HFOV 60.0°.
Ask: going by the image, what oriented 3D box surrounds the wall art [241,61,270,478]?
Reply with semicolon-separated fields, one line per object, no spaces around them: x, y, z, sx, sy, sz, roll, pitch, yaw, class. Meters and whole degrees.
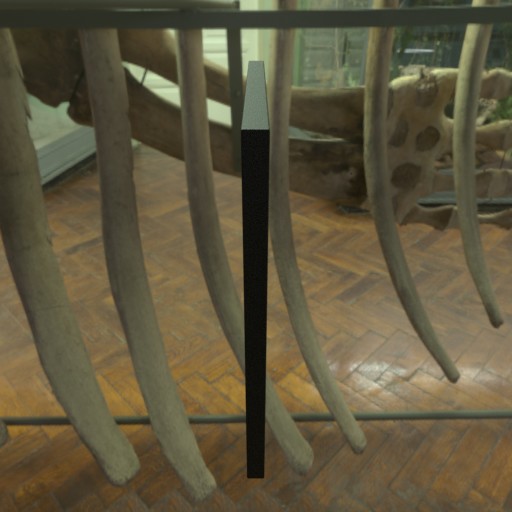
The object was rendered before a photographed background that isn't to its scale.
0.000;0.000;0.761;0.028;0.559;0.457;0;31;0;wall art
